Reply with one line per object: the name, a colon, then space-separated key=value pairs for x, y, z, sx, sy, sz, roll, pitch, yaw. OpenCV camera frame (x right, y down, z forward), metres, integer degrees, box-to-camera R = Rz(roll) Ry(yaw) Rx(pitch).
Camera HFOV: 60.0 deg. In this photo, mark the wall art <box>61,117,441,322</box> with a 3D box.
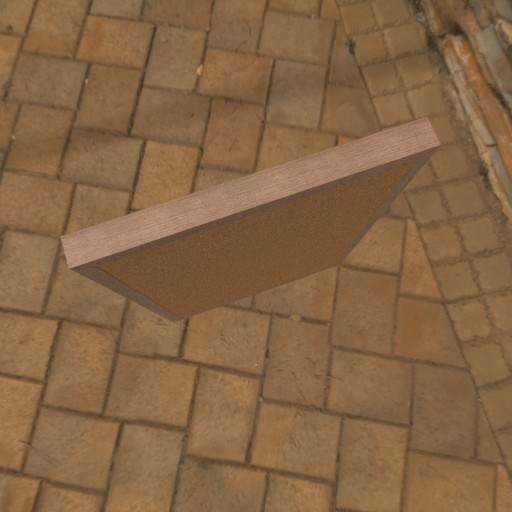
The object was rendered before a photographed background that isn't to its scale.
wall art: x=0.000 y=0.000 z=0.649 sx=0.356 sy=0.509 sz=0.031 roll=-19 pitch=77 yaw=-5
